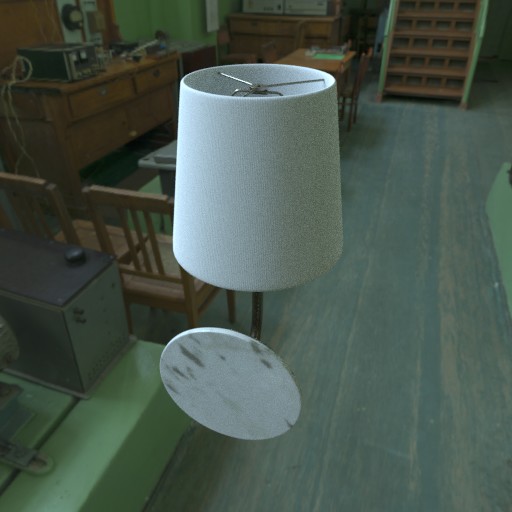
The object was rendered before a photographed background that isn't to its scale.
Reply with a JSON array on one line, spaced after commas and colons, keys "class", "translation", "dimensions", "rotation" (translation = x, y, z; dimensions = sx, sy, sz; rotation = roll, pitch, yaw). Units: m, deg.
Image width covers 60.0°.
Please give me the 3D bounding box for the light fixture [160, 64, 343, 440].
[{"class": "light fixture", "translation": [0.000, 0.000, 0.448], "dimensions": [0.168, 0.337, 0.188], "rotation": [9, 34, 14]}]
